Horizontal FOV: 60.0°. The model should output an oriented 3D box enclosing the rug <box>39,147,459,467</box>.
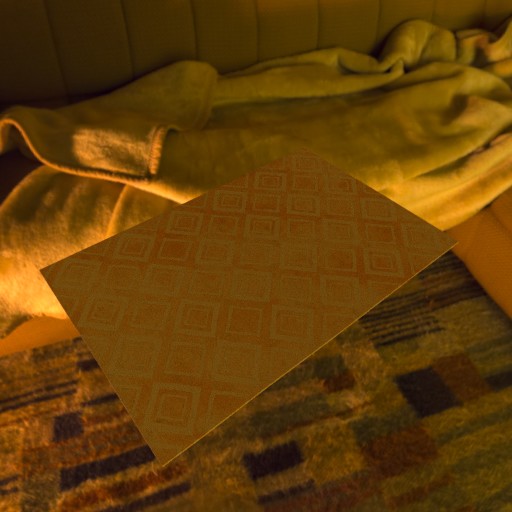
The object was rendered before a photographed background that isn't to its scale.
[{"bbox_3d":[0.000,0.000,2.294,1.829,0.010,1.213,-30,52,-26],"label":"rug"}]
